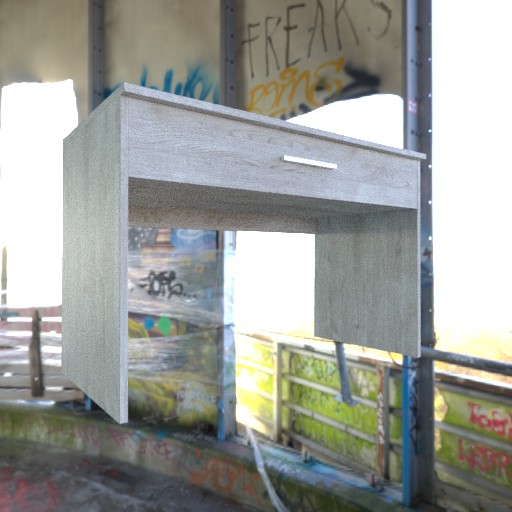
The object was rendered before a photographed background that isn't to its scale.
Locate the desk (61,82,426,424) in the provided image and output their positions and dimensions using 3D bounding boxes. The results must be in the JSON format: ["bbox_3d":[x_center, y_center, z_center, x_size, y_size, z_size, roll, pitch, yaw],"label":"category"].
[{"bbox_3d":[0.000,0.000,1.487,1.100,0.730,0.560,0,0,-36],"label":"desk"}]
